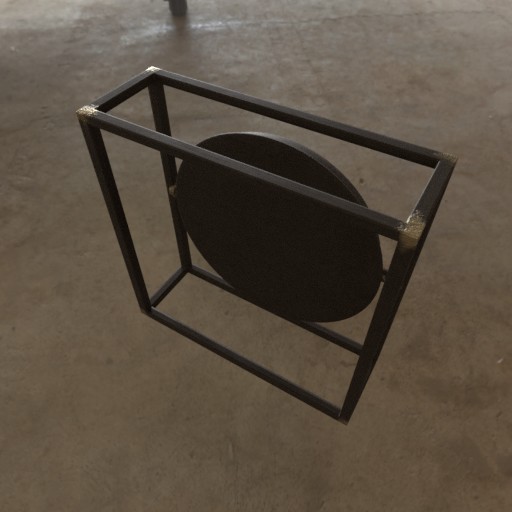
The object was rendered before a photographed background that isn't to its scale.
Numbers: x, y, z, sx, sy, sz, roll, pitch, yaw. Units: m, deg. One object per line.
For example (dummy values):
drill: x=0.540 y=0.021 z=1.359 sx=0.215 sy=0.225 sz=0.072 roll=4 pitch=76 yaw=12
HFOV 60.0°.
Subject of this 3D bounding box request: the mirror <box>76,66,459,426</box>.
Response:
mirror: x=0.000 y=0.000 z=0.478 sx=0.306 sy=0.303 sz=0.107 roll=24 pitch=52 yaw=20
